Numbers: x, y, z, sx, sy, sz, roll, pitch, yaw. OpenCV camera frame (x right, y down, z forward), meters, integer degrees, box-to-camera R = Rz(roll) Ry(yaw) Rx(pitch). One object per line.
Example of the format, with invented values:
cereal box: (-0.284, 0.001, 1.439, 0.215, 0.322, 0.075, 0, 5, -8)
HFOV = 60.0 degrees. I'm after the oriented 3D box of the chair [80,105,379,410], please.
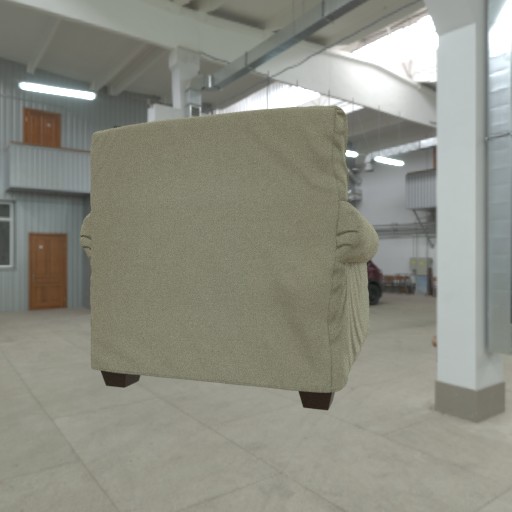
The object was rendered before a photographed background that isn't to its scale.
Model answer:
chair: (0.000, 0.000, 1.798, 0.940, 0.866, 1.066, 0, 0, 19)
